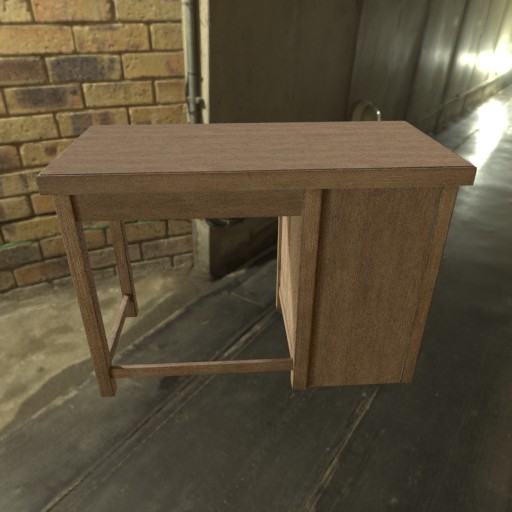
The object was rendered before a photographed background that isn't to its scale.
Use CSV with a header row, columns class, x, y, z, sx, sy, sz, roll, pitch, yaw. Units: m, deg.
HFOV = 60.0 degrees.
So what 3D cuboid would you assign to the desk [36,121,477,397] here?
class,x,y,z,sx,sy,sz,roll,pitch,yaw
desk,0.000,0.000,1.776,1.289,0.912,0.610,-2,30,-3
